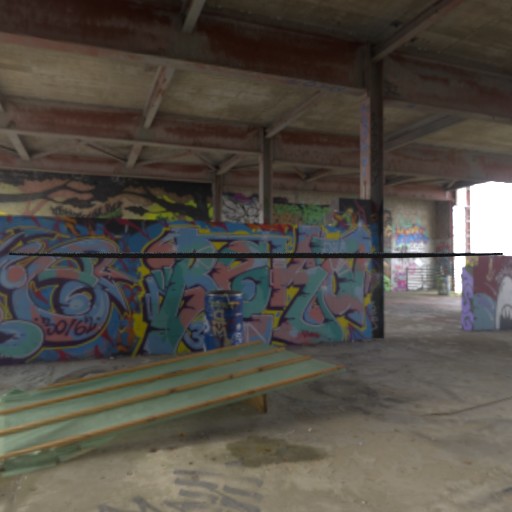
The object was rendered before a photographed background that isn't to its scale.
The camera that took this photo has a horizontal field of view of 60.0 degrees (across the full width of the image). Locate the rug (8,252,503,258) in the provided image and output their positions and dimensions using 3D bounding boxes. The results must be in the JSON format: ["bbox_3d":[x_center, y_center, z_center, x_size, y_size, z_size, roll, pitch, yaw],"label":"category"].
[{"bbox_3d":[0.000,0.000,2.928,2.449,0.015,1.530,0,-1,0],"label":"rug"}]
